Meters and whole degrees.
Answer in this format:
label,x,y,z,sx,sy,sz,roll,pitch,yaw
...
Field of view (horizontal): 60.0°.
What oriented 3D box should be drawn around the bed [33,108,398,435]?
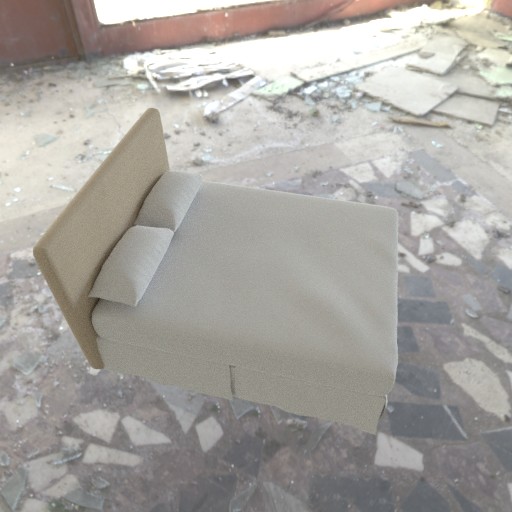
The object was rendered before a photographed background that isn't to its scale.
label,x,y,z,sx,sy,sz,roll,pitch,yaw
bed,0.000,0.000,3.257,2.142,1.330,1.723,9,47,9
